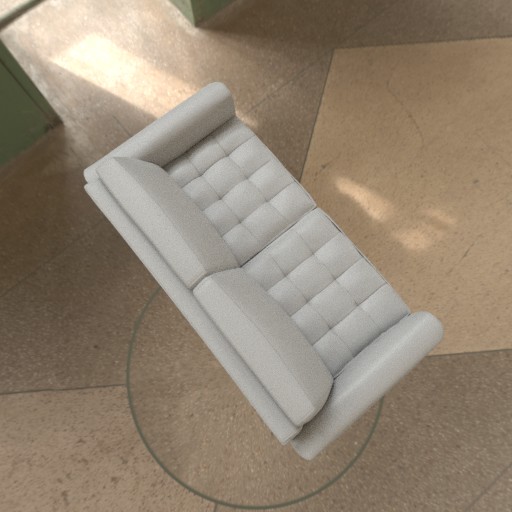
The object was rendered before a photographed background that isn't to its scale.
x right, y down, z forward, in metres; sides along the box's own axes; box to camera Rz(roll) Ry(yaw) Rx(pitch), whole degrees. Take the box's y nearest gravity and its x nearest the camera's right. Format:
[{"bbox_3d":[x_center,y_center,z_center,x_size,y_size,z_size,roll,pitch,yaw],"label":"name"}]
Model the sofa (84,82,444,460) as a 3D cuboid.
[{"bbox_3d":[0.000,0.000,2.753,1.121,0.930,2.177,-38,79,-9],"label":"sofa"}]
